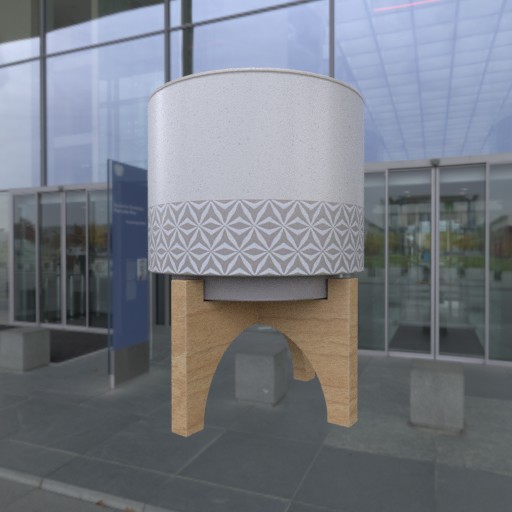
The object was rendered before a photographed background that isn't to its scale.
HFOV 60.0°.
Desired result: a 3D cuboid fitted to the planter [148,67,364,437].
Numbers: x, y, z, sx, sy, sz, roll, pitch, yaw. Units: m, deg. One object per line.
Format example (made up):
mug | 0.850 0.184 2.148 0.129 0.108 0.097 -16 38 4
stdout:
planter | 0.000 0.000 0.398 0.188 0.260 0.188 0 1 0
